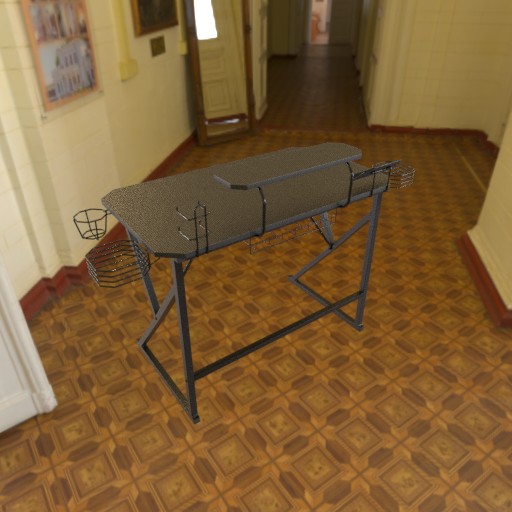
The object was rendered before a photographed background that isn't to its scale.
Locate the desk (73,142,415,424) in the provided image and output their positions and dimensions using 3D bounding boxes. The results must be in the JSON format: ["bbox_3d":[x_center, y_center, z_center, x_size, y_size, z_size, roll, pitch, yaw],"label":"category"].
[{"bbox_3d":[0.000,0.000,1.739,1.290,0.880,0.580,-21,37,-30],"label":"desk"}]
